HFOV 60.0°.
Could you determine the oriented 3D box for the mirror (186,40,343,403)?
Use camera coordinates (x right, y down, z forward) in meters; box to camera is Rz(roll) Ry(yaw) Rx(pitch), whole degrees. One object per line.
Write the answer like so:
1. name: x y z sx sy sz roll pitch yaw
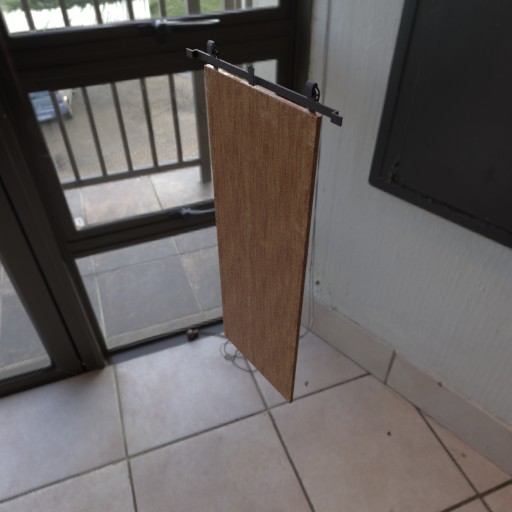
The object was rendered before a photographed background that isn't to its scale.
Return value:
1. mirror: 0.000 0.000 2.112 0.042 1.793 0.847 -28 49 -28
